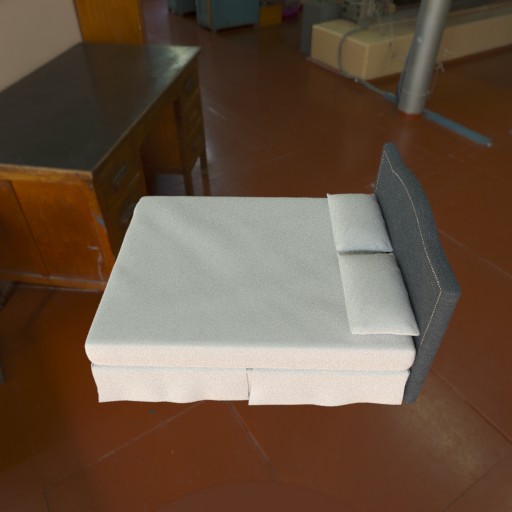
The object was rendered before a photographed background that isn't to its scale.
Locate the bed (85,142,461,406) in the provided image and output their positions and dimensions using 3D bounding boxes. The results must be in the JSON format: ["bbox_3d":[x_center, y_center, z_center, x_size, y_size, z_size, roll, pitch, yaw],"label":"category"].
[{"bbox_3d":[0.000,0.000,4.031,2.689,1.457,2.161,1,41,1],"label":"bed"}]
